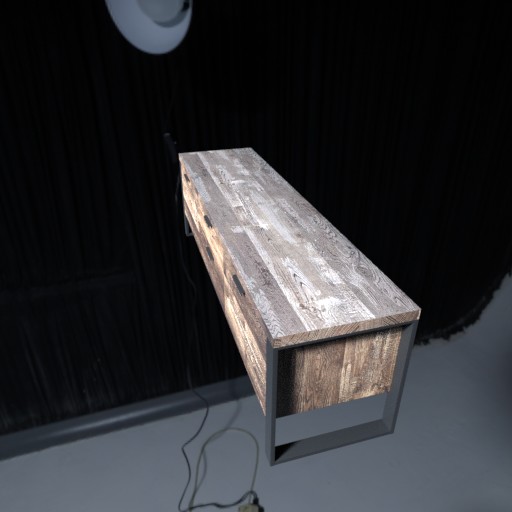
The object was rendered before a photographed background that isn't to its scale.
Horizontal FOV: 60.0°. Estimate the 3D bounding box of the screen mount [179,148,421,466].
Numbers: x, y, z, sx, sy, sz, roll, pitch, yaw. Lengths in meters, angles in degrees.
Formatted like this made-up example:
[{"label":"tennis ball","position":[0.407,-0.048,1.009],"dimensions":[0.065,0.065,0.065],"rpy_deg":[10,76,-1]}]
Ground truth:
[{"label":"screen mount","position":[0.000,0.000,1.790],"dimensions":[0.395,0.450,1.524],"rpy_deg":[-8,30,-14]}]
